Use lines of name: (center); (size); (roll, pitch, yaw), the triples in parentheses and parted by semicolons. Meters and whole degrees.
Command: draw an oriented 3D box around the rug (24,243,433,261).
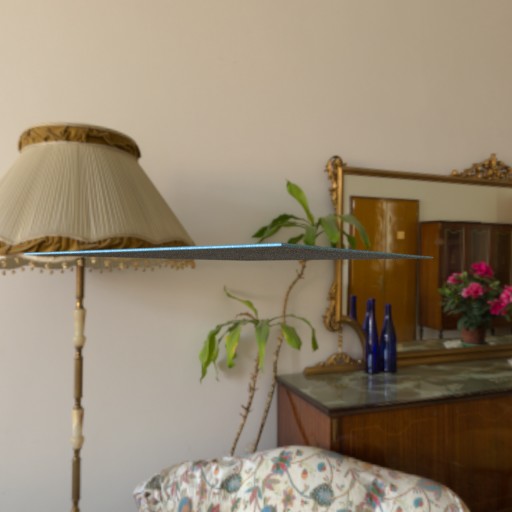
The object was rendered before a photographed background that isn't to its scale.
rug: (0.000, 0.000, 3.972); (2.350, 0.018, 2.964); (-1, -2, 35)
